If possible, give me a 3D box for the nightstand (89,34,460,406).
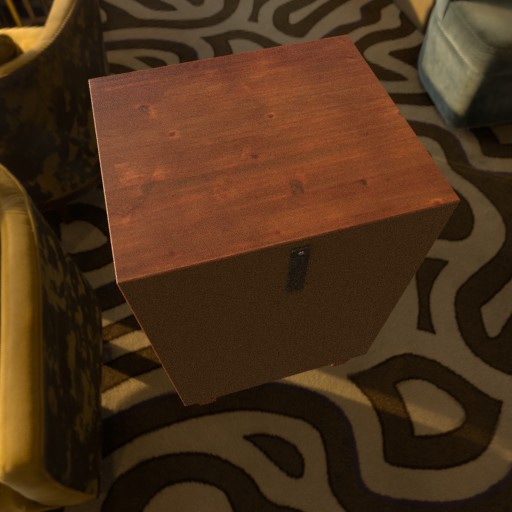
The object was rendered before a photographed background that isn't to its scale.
[{"bbox_3d":[0.000,0.000,0.964,0.465,0.695,0.410,-14,59,-8],"label":"nightstand"}]
